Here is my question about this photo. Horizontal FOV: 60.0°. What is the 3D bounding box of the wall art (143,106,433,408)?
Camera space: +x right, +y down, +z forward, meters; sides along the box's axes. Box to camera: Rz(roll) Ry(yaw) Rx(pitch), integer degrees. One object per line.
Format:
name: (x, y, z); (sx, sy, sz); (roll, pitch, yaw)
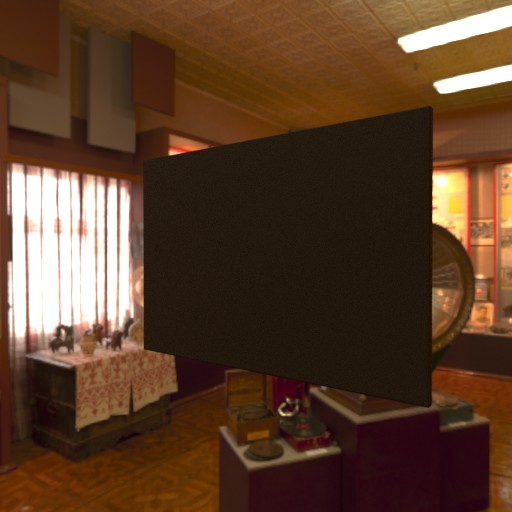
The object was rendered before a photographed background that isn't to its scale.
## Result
wall art: (0.000, 0.000, 1.259); (0.958, 0.656, 0.026); (0, 1, 37)
